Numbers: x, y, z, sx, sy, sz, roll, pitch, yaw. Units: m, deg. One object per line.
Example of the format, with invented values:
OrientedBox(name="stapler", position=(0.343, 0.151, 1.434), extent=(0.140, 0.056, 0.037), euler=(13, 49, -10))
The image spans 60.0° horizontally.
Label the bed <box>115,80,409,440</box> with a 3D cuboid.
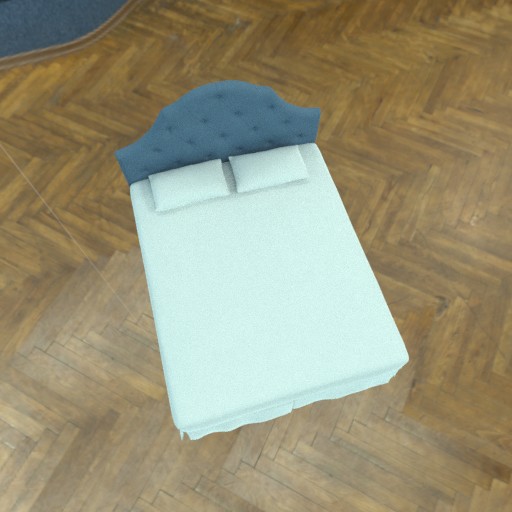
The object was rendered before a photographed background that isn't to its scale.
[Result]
OrientedBox(name="bed", position=(0.000, 0.000, 3.820), extent=(2.039, 1.617, 2.477), euler=(-14, 65, -7))
